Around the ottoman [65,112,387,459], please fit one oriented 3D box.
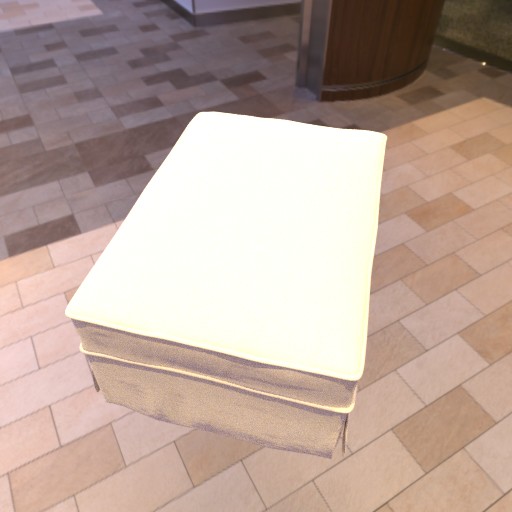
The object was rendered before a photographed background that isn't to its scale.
[{"bbox_3d":[0.000,0.000,1.328,0.703,0.479,0.944,10,48,10],"label":"ottoman"}]
